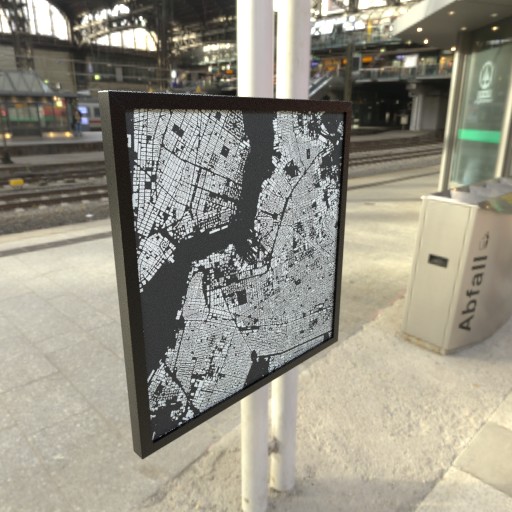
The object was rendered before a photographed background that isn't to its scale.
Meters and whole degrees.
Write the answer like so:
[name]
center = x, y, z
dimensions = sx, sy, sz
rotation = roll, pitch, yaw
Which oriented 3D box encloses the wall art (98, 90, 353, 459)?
[wall art]
center = 0.000, 0.000, 1.131
dimensions = 0.038, 0.761, 0.755
rotation = 16, 23, 42
